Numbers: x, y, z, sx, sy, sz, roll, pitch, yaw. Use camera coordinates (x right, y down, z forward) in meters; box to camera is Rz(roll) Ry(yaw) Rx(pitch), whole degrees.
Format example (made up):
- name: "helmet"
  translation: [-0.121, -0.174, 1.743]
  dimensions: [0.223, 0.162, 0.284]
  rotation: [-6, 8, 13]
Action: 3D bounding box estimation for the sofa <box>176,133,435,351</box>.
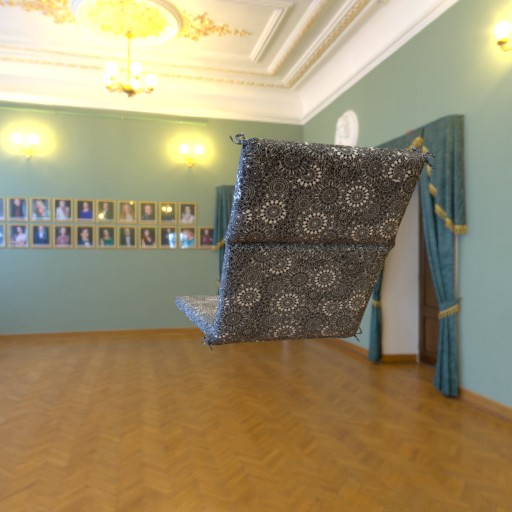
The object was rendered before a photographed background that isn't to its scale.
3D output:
- name: "sofa"
  translation: [0.000, 0.000, 1.919]
  dimensions: [0.582, 0.622, 1.663]
  rotation: [0, 0, -16]
